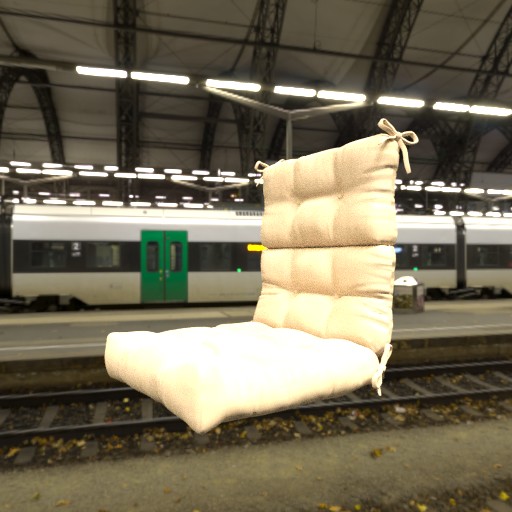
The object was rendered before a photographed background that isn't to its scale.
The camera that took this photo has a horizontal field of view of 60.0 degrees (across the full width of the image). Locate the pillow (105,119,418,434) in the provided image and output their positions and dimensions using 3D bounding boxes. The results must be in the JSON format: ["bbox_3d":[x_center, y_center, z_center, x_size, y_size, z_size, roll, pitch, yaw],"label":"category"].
[{"bbox_3d":[0.000,0.000,1.030,0.571,0.605,0.519,0,-1,-36],"label":"pillow"}]
